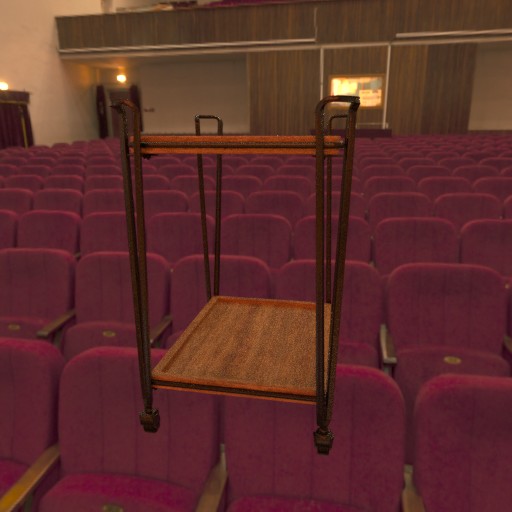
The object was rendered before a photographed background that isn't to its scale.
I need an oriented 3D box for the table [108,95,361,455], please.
[{"bbox_3d":[0.000,0.000,1.240,0.505,0.785,0.672,3,15,10],"label":"table"}]
